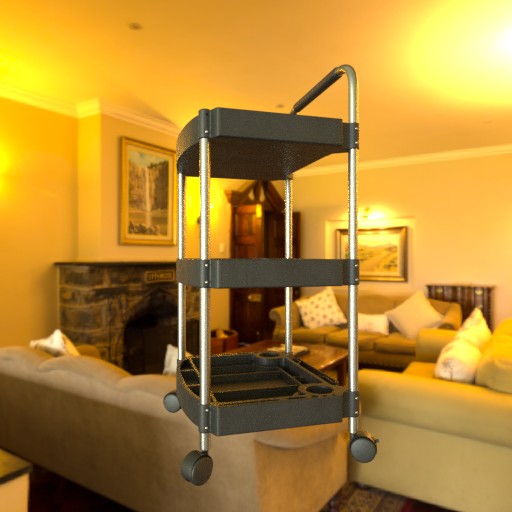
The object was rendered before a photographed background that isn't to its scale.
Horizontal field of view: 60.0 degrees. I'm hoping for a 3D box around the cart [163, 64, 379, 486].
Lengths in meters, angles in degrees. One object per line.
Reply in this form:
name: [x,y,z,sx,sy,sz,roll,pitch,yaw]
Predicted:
cart: [0.000,0.000,1.355,0.518,1.075,0.584,0,0,-16]
